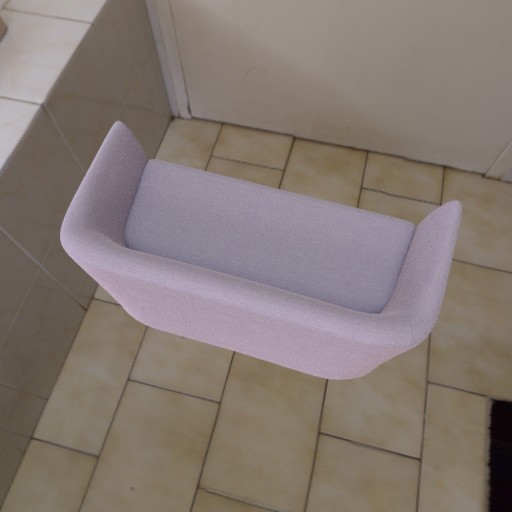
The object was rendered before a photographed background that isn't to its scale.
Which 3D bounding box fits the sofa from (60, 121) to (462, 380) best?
[{"bbox_3d":[0.000,0.000,1.837,1.452,0.721,0.705,15,65,7],"label":"sofa"}]
